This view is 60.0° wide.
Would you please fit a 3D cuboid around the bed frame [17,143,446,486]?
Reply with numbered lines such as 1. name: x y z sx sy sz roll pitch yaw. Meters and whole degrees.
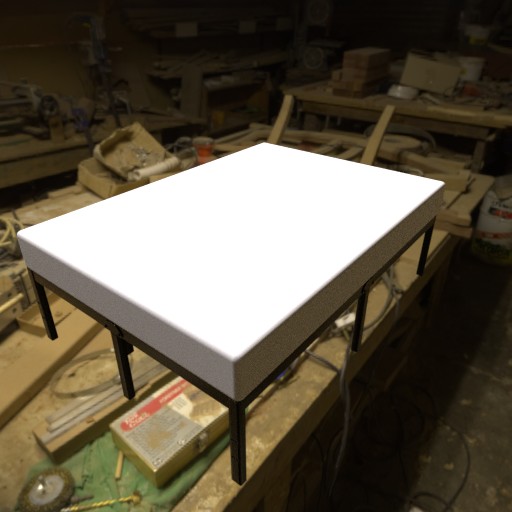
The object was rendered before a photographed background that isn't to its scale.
1. bed frame: 0.000 0.000 2.564 1.408 0.659 1.956 22 37 33
